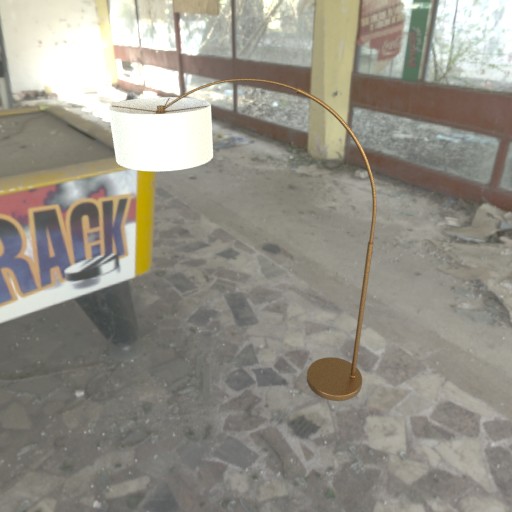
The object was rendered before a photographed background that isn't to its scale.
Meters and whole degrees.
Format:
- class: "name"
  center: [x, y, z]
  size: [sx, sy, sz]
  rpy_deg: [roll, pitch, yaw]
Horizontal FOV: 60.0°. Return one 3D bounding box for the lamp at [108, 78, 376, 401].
- class: "lamp"
  center: [0.000, 0.000, 2.575]
  size: [1.434, 1.927, 0.493]
  rpy_deg: [0, 28, 0]
